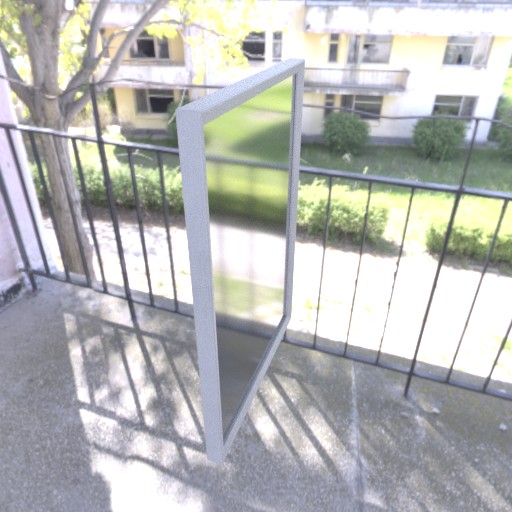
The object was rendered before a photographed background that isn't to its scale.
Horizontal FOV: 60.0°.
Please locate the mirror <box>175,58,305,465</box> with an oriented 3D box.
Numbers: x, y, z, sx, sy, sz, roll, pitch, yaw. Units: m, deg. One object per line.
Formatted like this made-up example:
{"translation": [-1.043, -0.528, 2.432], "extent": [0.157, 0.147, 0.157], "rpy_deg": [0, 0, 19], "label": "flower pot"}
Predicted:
{"translation": [0.000, 0.000, 0.938], "extent": [0.039, 0.710, 0.507], "rpy_deg": [11, 33, 17], "label": "mirror"}
